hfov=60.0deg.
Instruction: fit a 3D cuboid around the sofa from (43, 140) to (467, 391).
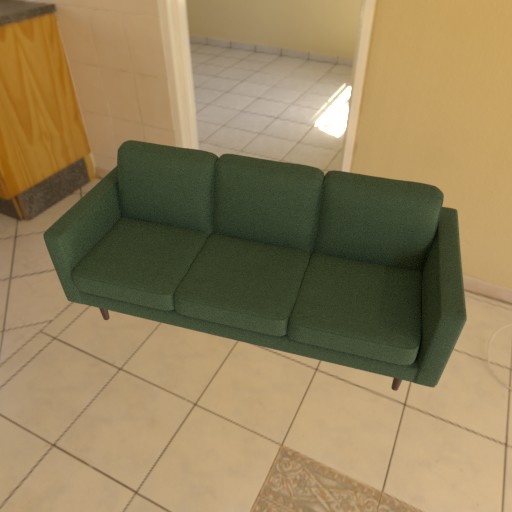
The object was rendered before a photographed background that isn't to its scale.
[{"bbox_3d":[0.000,0.000,2.455,2.029,0.899,0.879,11,41,13],"label":"sofa"}]
